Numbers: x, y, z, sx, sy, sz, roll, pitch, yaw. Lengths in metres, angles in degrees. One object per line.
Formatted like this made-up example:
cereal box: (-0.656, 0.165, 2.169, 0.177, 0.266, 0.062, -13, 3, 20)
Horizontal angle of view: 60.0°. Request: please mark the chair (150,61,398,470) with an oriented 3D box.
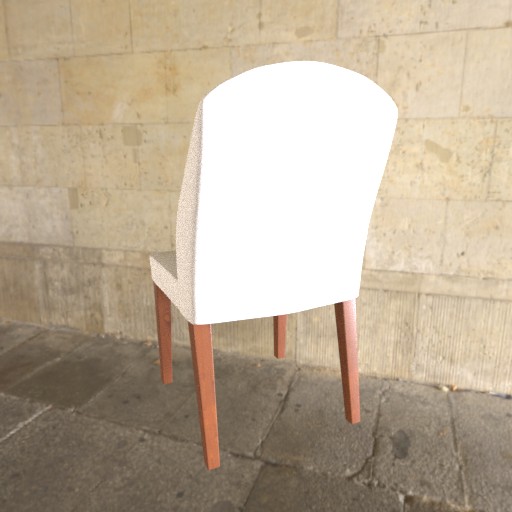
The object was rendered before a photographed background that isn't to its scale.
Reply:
chair: (0.000, 0.000, 1.198, 0.472, 0.893, 0.540, -6, 15, -25)
